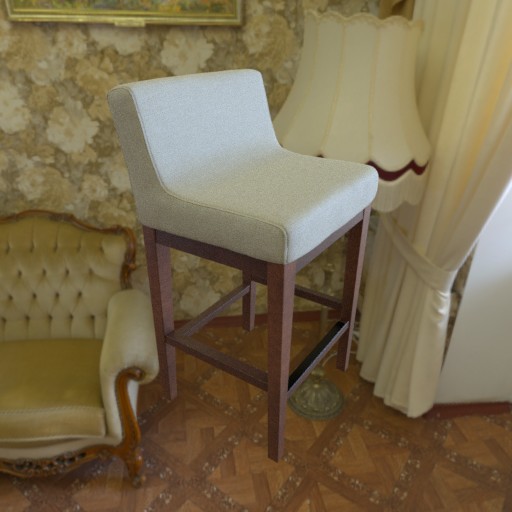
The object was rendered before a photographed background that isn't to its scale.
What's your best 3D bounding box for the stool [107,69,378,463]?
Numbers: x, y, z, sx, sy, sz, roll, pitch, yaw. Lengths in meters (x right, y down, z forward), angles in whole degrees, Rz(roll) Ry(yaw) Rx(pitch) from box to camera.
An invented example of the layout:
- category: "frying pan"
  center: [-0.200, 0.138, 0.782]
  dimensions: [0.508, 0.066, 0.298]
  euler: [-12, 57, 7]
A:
- category: "stool"
  center: [0.000, 0.000, 1.254]
  dimensions: [0.500, 0.937, 0.511]
  euler: [17, 32, 30]
